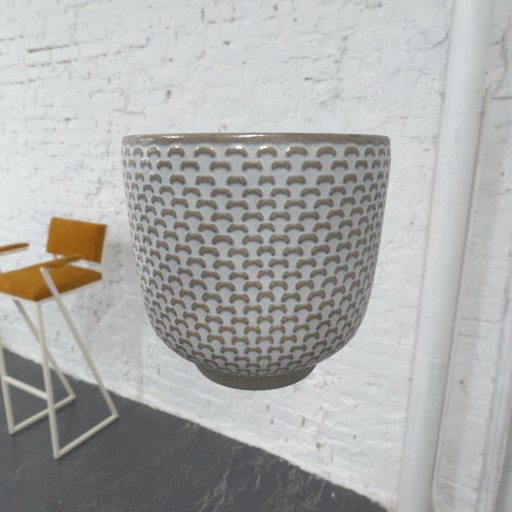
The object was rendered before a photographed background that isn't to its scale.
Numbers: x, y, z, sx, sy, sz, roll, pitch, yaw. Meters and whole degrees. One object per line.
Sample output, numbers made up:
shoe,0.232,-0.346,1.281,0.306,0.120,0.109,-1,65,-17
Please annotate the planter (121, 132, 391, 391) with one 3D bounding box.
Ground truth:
planter,0.000,0.000,0.250,0.139,0.130,0.139,0,13,0
